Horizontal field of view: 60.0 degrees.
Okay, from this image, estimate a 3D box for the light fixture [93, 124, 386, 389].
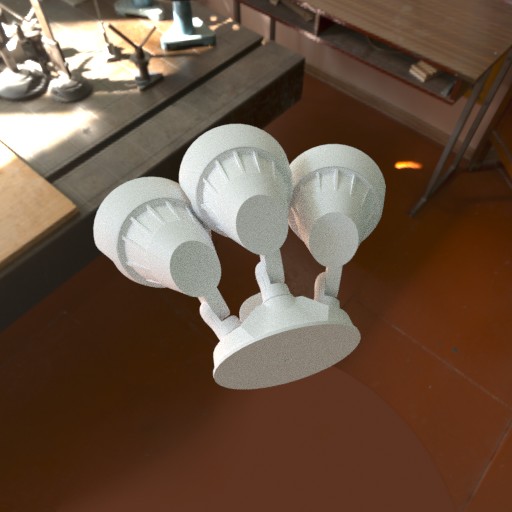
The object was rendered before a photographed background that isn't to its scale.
[{"bbox_3d":[0.000,0.000,0.547,0.369,0.237,0.278,-12,57,-8],"label":"light fixture"}]
